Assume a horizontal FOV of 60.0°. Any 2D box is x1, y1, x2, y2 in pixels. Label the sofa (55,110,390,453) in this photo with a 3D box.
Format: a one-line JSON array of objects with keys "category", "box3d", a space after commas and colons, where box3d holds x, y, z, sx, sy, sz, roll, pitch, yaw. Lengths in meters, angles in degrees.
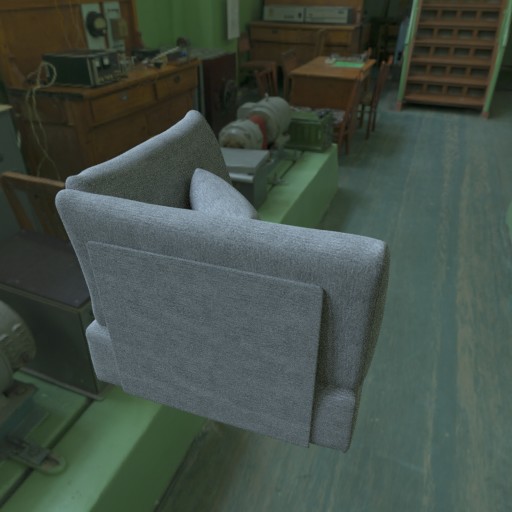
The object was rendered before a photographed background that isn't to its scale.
[{"category": "sofa", "box3d": [0.000, 0.000, 1.724, 1.000, 0.820, 1.000, 11, 34, 16]}]
